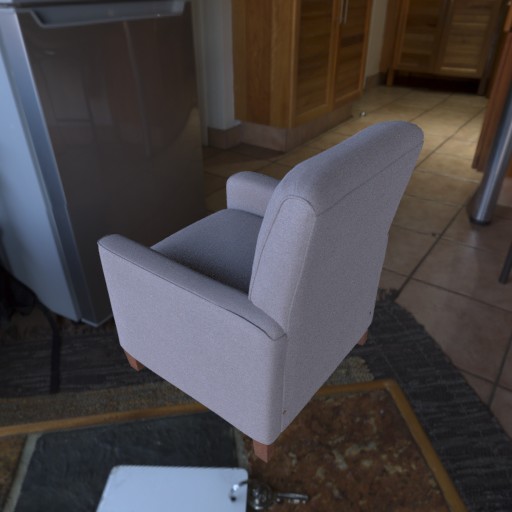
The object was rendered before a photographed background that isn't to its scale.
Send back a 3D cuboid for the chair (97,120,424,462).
[{"bbox_3d":[0.000,0.000,1.650,0.859,1.023,0.845,23,39,31],"label":"chair"}]
